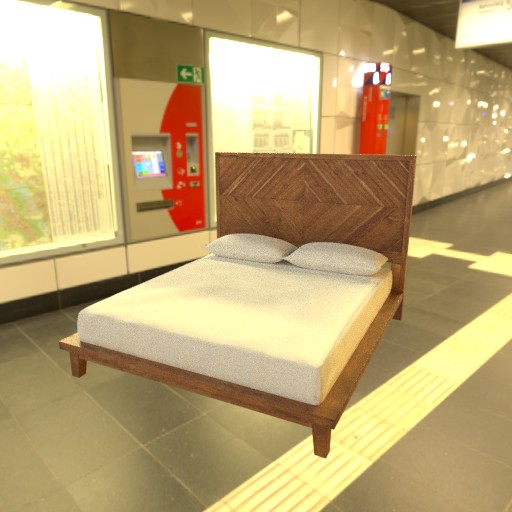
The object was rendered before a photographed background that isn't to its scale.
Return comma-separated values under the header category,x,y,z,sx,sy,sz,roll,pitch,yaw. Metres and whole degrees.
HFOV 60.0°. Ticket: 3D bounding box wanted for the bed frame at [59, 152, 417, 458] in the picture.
category,x,y,z,sx,sy,sz,roll,pitch,yaw
bed frame,0.000,0.000,3.564,2.038,1.537,2.235,7,17,26
